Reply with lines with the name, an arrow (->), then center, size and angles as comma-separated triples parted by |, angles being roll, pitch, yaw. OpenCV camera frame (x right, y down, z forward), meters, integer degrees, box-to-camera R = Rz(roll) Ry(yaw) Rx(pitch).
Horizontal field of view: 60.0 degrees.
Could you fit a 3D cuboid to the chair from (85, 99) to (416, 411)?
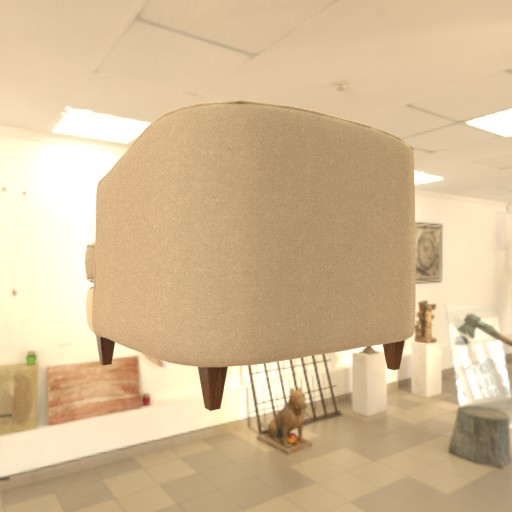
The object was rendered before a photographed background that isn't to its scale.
chair -> 0.000, 0.000, 1.741 | 1.104, 0.852, 0.941 | 1, -1, -35
